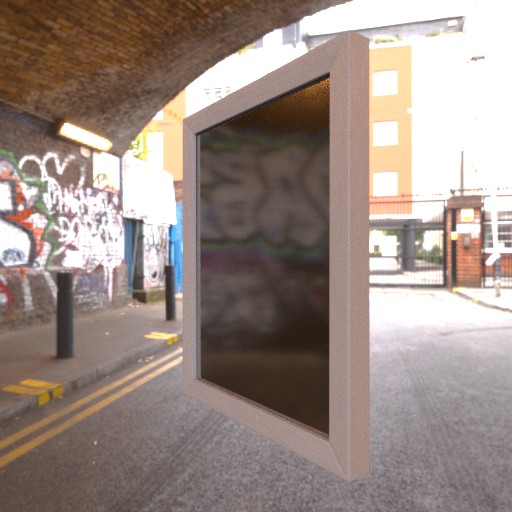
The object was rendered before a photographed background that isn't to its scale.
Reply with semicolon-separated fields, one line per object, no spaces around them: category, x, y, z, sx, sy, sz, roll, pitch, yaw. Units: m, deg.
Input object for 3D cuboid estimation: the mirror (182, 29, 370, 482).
mirror;0.000;0.000;0.671;0.041;0.508;0.405;0;0;-36
